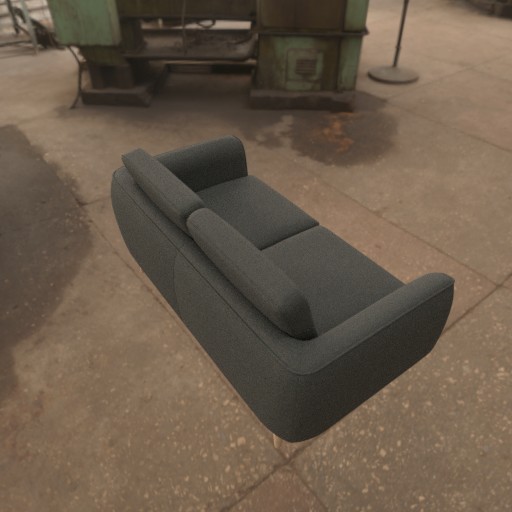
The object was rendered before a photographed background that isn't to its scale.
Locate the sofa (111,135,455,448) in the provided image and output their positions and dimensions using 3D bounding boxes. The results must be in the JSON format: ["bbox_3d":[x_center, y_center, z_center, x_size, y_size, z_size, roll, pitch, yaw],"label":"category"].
[{"bbox_3d":[0.000,0.000,2.254,0.920,0.850,1.700,-25,46,-26],"label":"sofa"}]
